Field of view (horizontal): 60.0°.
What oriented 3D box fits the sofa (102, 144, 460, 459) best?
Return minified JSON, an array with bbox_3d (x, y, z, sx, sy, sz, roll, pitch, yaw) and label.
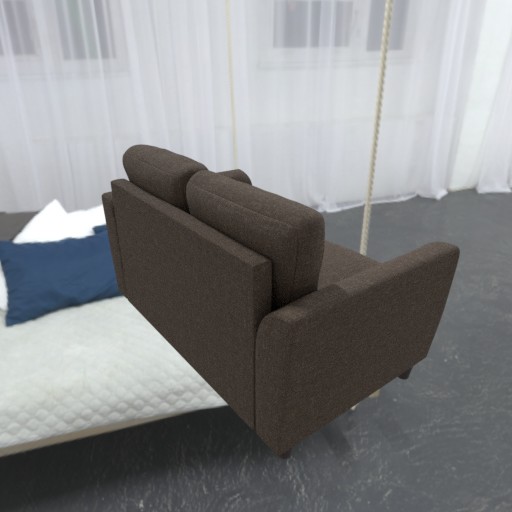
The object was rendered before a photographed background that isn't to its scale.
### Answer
[{"bbox_3d":[0.000,0.000,1.984,0.851,0.885,1.423,-18,31,-33],"label":"sofa"}]
